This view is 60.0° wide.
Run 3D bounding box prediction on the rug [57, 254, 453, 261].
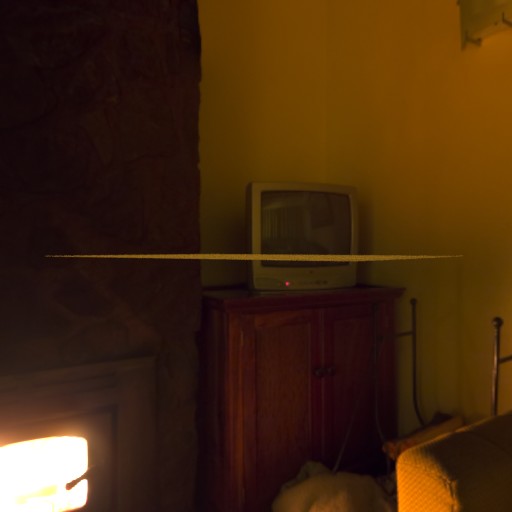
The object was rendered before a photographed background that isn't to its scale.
[{"bbox_3d":[0.000,0.000,4.206,3.201,0.005,2.439,1,1,37],"label":"rug"}]
